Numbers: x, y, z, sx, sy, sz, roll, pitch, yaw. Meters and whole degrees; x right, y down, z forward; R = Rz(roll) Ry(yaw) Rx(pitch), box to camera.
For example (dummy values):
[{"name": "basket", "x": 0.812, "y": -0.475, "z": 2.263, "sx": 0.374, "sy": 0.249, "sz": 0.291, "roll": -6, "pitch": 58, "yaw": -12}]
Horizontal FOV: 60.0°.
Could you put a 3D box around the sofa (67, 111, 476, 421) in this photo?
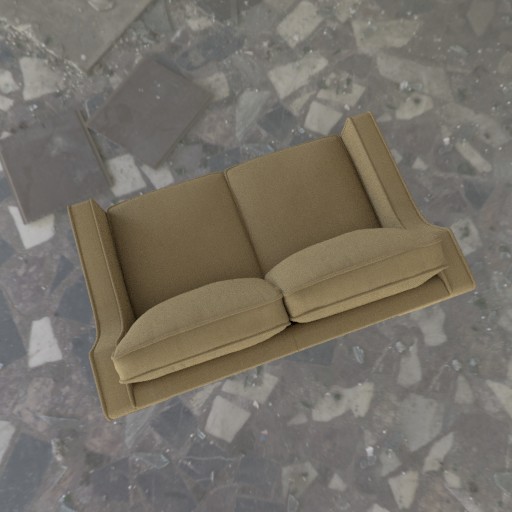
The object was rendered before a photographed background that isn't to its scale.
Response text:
[{"name": "sofa", "x": 0.000, "y": 0.000, "z": 2.116, "sx": 1.501, "sy": 0.971, "sz": 0.987, "roll": -19, "pitch": 76, "yaw": -5}]
